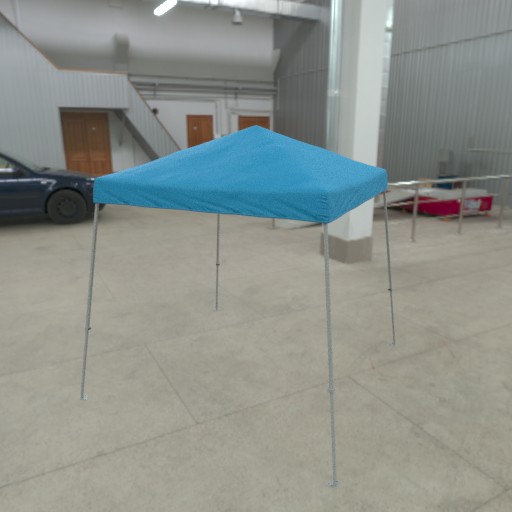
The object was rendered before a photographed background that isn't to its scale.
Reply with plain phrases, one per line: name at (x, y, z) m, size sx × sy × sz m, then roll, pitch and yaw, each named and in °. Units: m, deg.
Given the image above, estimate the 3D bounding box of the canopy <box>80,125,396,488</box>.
canopy at (0.000, 0.000, 5.039) m, size 2.849 × 2.850 × 2.850 m, roll 7°, pitch 17°, yaw 25°
